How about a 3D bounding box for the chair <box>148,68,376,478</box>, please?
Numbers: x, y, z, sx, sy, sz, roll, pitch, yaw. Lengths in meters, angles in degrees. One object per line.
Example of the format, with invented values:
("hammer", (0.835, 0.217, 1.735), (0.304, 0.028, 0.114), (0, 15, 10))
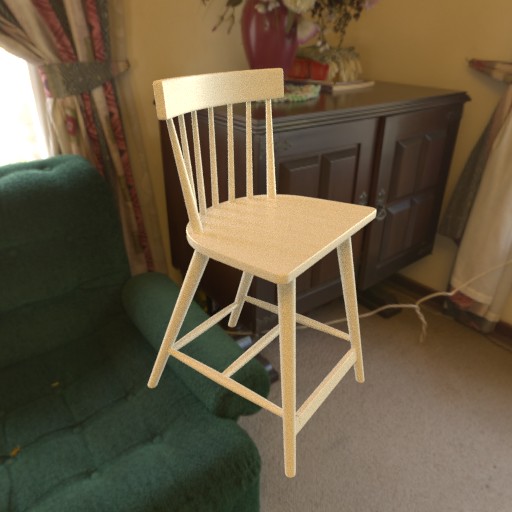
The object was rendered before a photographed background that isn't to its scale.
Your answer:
("chair", (0.000, 0.000, 1.257), (0.572, 0.952, 0.483), (18, 32, 32))
